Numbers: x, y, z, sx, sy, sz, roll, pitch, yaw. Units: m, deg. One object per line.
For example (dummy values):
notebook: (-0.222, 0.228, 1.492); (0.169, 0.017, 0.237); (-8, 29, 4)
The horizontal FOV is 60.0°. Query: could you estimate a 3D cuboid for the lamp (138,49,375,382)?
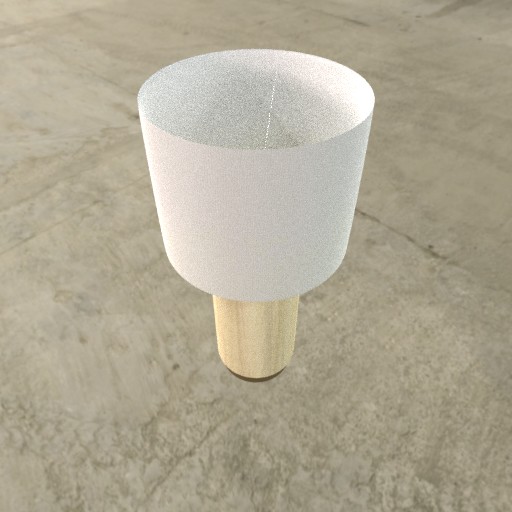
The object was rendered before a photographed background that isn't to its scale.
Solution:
lamp: (0.000, 0.000, 0.582); (0.228, 0.444, 0.228); (-12, 45, -12)
